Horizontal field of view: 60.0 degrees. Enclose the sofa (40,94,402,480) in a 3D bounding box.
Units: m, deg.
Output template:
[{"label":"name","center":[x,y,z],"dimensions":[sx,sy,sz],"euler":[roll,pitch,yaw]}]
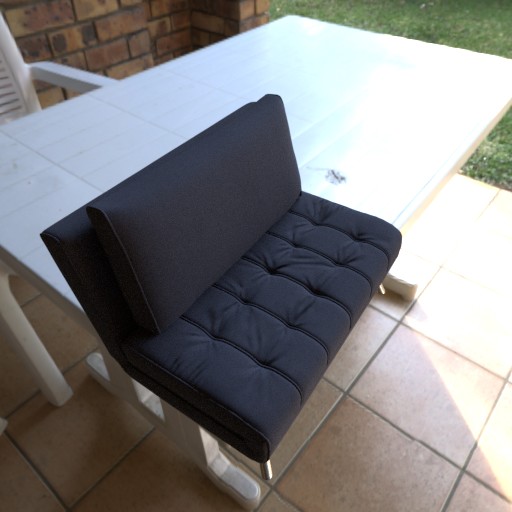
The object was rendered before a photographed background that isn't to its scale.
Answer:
[{"label":"sofa","center":[0.000,0.000,1.845],"dimensions":[0.910,0.910,1.220],"euler":[24,48,24]}]
